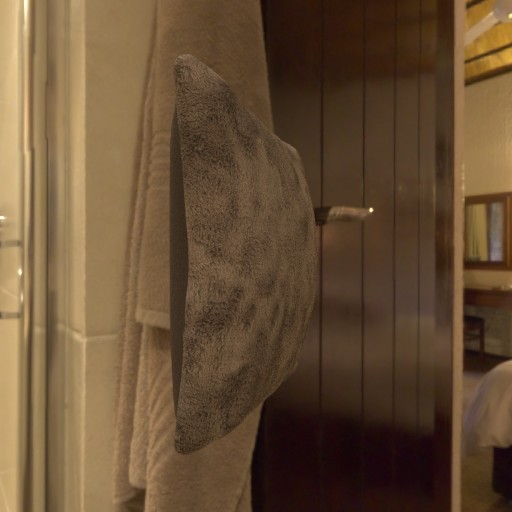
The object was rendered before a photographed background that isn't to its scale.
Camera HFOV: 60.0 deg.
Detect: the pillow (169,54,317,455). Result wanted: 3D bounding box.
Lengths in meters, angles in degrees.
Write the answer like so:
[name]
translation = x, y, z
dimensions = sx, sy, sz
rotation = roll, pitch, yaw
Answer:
[pillow]
translation = 0.000, 0.000, 0.798
dimensions = 0.204, 0.520, 0.522
rotation = 0, 0, 18
